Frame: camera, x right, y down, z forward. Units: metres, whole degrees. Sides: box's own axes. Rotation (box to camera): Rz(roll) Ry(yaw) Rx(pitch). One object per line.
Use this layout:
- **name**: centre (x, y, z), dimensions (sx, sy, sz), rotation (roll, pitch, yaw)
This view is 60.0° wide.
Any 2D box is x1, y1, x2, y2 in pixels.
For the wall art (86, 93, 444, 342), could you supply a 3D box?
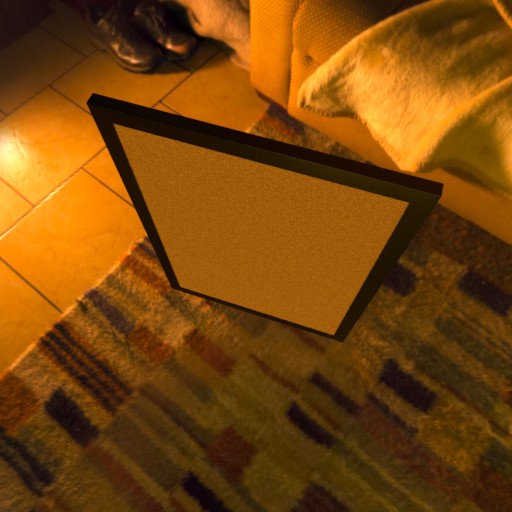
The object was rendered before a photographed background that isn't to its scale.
- **wall art**: centre (0.000, 0.000, 0.557), dimensions (0.304, 0.432, 0.013), rotation (17, 65, 8)
